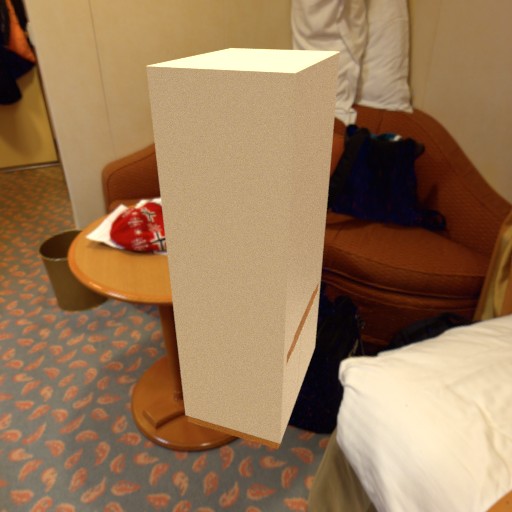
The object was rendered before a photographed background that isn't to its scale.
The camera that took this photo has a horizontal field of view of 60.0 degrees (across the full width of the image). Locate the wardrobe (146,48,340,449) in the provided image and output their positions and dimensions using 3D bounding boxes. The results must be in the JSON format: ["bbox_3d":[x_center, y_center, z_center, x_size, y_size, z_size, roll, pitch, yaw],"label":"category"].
[{"bbox_3d":[0.000,0.000,2.489,0.600,2.040,0.860,10,31,17],"label":"wardrobe"}]
